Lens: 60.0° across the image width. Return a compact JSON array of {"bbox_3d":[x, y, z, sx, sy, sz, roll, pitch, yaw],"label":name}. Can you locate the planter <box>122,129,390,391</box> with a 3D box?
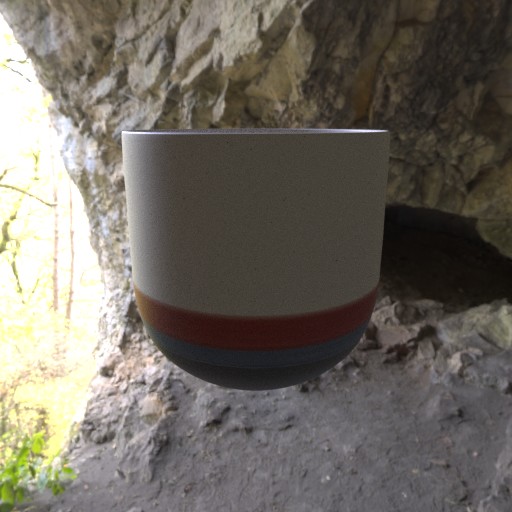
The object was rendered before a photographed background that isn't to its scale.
[{"bbox_3d":[0.000,0.000,0.494,0.268,0.270,0.268,0,17,0],"label":"planter"}]
